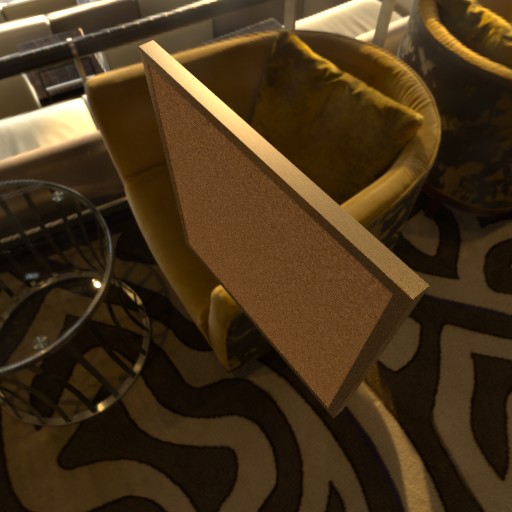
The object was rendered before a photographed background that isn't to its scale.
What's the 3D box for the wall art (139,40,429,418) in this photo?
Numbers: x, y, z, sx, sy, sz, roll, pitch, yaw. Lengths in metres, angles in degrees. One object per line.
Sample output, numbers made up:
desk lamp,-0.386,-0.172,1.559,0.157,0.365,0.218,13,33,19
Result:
wall art,0.000,0.000,1.119,0.036,0.765,0.767,-34,64,-19
